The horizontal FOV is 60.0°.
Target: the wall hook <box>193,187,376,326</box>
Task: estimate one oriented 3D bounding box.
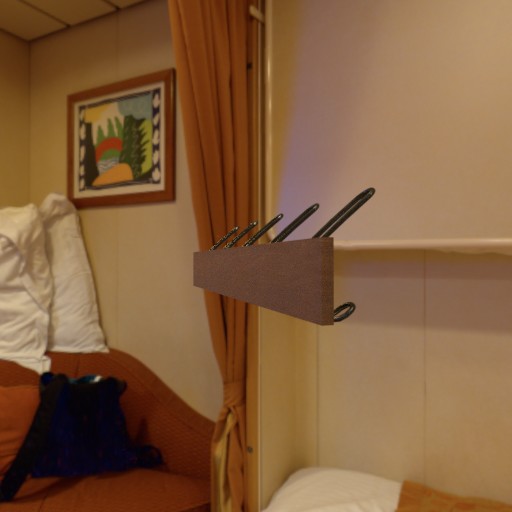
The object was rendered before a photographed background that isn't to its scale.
[{"bbox_3d":[0.000,0.000,0.597,0.076,0.116,0.554,0,-1,-18],"label":"wall hook"}]
